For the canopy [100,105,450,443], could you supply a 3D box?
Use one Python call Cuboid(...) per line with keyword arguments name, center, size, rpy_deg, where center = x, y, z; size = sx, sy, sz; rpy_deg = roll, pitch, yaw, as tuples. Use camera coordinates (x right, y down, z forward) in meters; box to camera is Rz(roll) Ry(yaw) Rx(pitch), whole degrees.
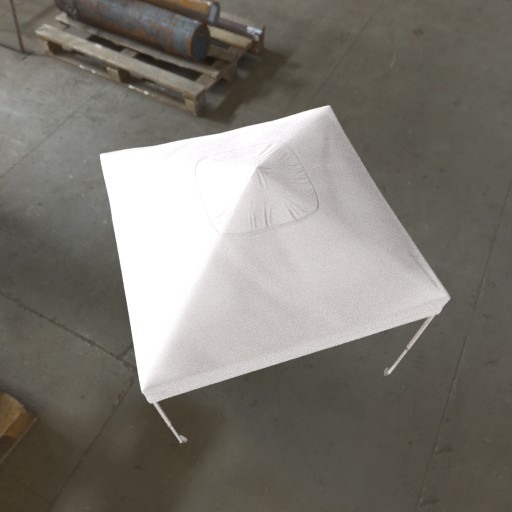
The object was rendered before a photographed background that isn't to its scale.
Cuboid(name="canopy", center=(0.000, 0.000, 5.387), size=(2.996, 2.997, 2.998), rpy_deg=(-15, 58, -10))
